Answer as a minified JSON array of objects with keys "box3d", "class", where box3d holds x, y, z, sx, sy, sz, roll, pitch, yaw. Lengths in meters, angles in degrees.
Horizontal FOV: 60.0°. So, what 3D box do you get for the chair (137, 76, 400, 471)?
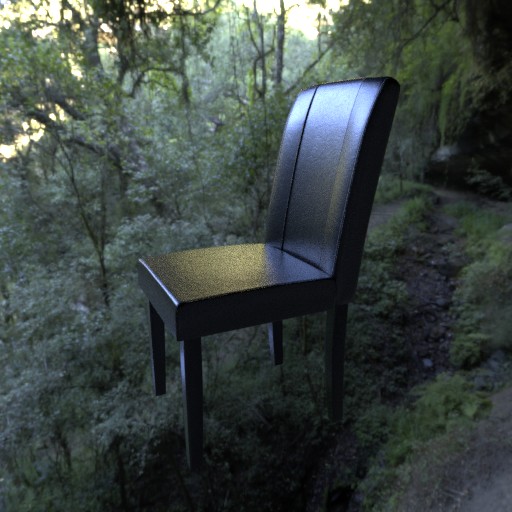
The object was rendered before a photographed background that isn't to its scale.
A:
[{"box3d":[0.000,0.000,1.184,0.556,0.897,0.399,-8,18,-25],"class":"chair"}]
